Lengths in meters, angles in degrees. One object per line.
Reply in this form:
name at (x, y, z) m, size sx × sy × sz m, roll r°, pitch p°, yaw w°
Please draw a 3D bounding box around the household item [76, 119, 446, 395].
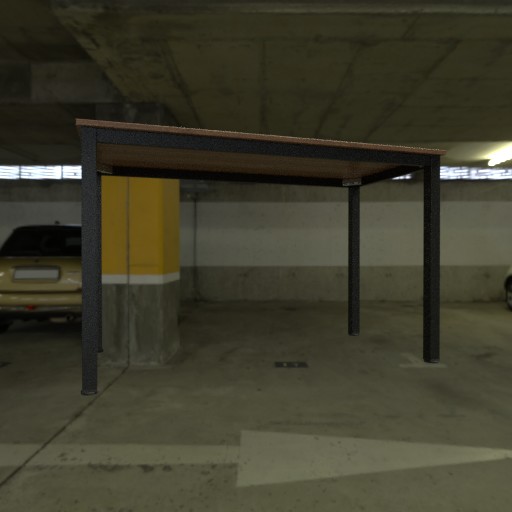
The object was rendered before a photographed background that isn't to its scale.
household item at (0.000, 0.000, 1.651) m, size 1.200 × 0.750 × 0.600 m, roll 0°, pitch 1°, yaw -18°
